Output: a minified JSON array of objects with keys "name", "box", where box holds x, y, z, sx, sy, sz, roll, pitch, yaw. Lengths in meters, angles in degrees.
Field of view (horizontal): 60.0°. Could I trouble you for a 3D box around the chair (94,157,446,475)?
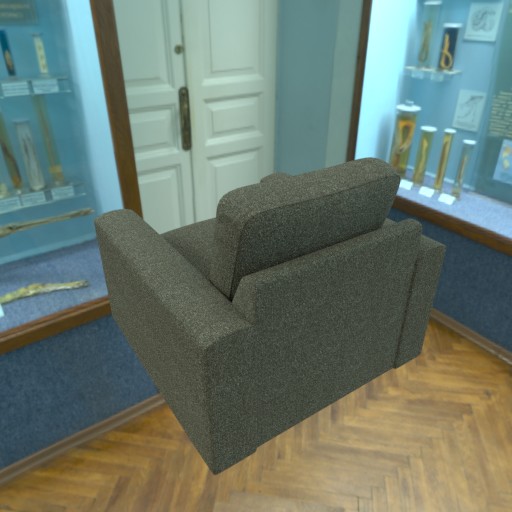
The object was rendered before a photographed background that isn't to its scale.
[{"name":"chair","box":[0.000,0.000,1.791,1.005,0.873,1.016,-18,35,-29]}]
